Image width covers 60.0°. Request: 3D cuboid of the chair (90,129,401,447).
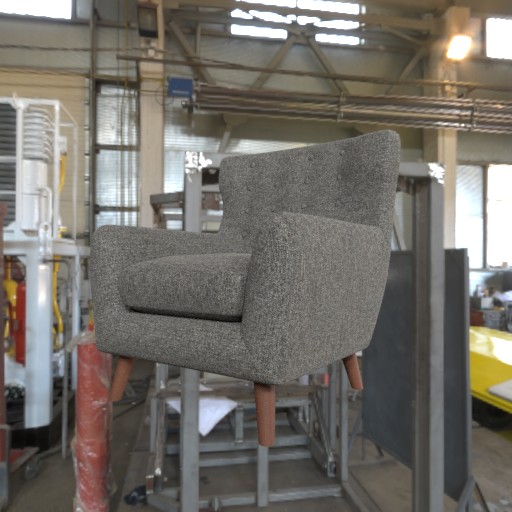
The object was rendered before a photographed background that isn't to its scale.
[{"bbox_3d":[0.000,0.000,1.723,0.889,1.039,0.940,0,-1,35],"label":"chair"}]
